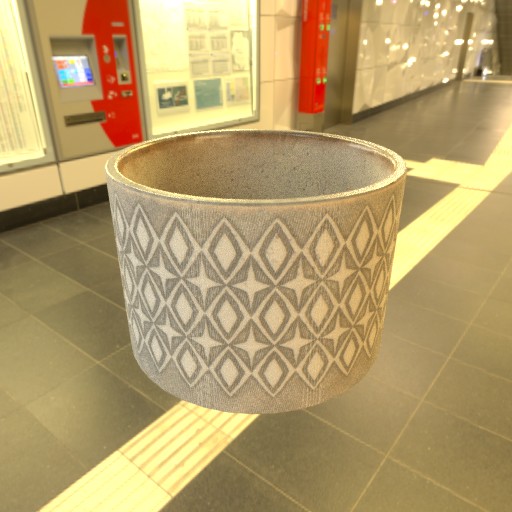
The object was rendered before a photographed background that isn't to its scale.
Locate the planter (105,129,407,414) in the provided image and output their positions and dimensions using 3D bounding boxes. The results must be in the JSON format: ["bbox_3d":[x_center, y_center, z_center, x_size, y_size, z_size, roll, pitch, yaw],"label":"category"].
[{"bbox_3d":[0.000,0.000,0.316,0.186,0.144,0.186,0,26,0],"label":"planter"}]
